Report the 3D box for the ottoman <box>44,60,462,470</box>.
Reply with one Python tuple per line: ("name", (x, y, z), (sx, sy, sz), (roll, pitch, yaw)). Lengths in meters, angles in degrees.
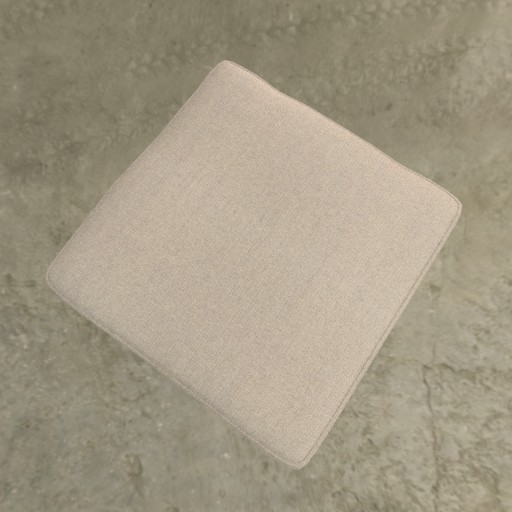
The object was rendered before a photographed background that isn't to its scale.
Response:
("ottoman", (0.000, 0.000, 1.348), (0.838, 0.481, 0.838), (34, 78, 8))
